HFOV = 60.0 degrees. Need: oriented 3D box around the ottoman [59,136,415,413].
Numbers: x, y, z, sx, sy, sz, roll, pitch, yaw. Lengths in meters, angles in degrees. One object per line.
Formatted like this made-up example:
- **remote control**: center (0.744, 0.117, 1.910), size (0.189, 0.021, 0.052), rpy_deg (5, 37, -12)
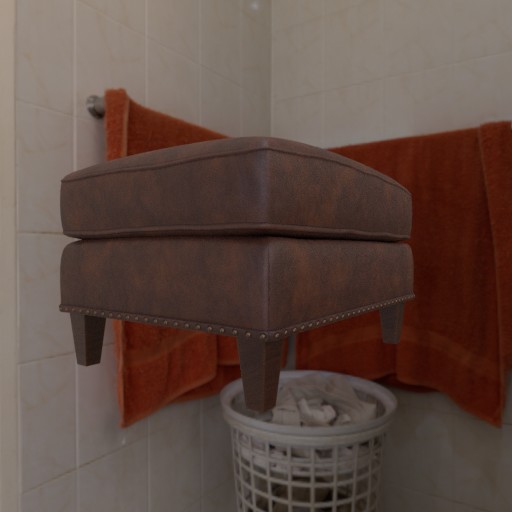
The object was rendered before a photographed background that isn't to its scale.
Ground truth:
- **ottoman**: center (0.000, 0.000, 1.119), size (0.586, 0.486, 0.742), rpy_deg (1, 1, 36)
